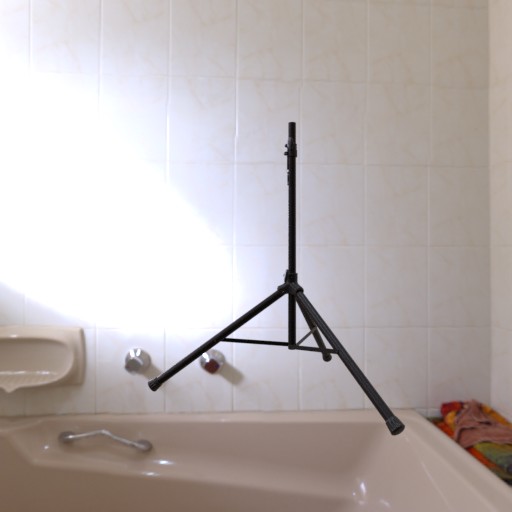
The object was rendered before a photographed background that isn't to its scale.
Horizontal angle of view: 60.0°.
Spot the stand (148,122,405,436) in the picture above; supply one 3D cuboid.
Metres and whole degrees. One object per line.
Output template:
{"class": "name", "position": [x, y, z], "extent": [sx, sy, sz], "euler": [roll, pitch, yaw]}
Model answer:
{"class": "stand", "position": [0.000, 0.000, 1.881], "extent": [0.907, 1.136, 1.045], "euler": [0, 0, -2]}
